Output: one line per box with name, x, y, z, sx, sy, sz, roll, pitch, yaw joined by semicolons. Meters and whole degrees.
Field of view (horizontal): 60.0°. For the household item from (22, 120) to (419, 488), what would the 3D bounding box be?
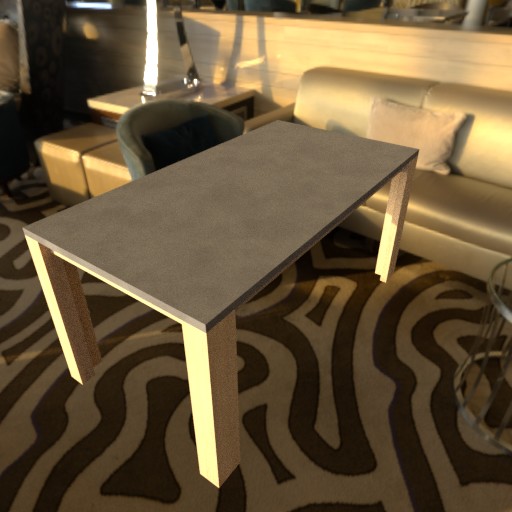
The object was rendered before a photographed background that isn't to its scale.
household item;0.000;0.000;2.084;0.850;0.755;1.600;22;39;30
